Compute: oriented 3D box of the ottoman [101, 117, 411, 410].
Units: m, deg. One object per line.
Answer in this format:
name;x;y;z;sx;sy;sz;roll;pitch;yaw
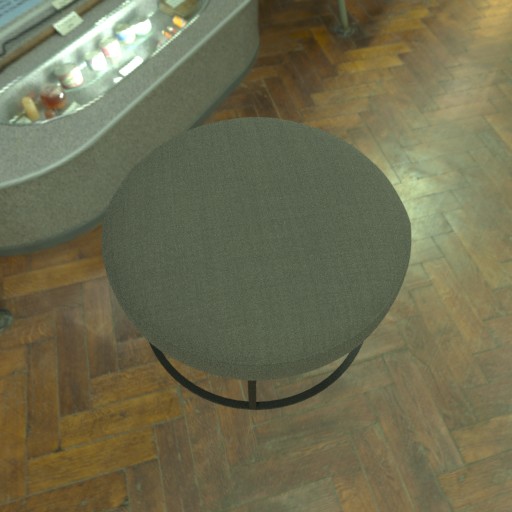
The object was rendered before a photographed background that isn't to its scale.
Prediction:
ottoman;0.000;0.000;1.249;0.772;0.460;0.772;0;57;0
